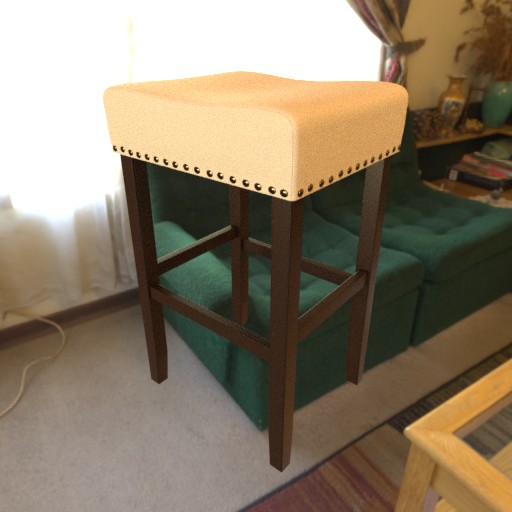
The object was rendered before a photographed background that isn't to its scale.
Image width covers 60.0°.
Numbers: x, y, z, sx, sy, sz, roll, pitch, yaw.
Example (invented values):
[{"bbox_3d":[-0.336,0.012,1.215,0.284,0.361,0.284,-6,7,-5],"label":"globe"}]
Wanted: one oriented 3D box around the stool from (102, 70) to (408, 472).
[{"bbox_3d":[0.000,0.000,1.039,0.471,0.762,0.401,21,34,34],"label":"stool"}]
